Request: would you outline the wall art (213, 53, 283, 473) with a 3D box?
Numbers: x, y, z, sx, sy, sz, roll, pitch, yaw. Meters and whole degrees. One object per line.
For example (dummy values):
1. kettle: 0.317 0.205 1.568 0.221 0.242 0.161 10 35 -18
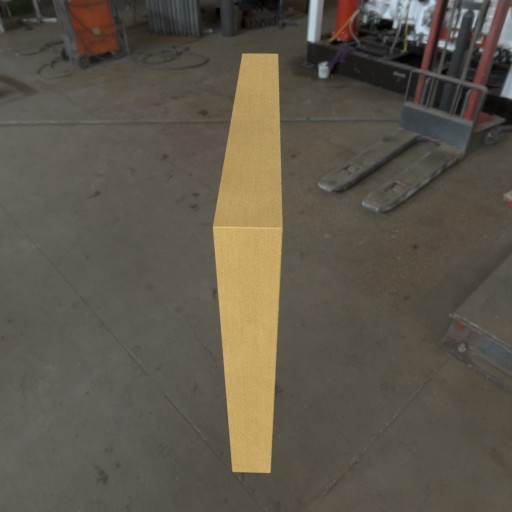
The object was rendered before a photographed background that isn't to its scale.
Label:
1. wall art: 0.000 0.000 0.455 0.038 0.305 0.305 1 41 1
